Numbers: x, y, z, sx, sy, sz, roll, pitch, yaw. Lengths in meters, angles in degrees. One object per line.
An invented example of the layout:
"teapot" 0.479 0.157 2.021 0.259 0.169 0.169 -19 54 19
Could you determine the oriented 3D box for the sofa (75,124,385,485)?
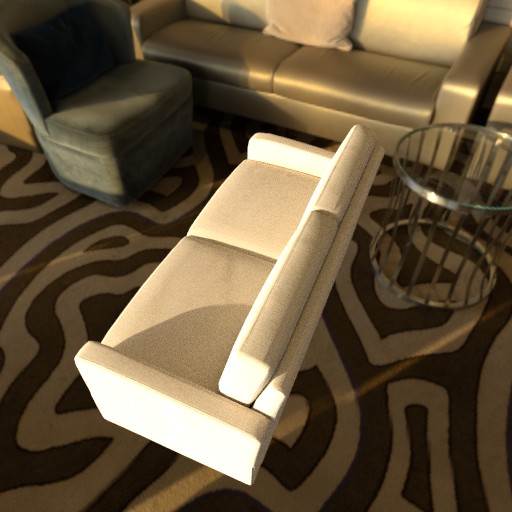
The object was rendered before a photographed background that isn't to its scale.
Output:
"sofa" 0.000 0.000 2.279 0.894 0.831 1.808 17 49 16
